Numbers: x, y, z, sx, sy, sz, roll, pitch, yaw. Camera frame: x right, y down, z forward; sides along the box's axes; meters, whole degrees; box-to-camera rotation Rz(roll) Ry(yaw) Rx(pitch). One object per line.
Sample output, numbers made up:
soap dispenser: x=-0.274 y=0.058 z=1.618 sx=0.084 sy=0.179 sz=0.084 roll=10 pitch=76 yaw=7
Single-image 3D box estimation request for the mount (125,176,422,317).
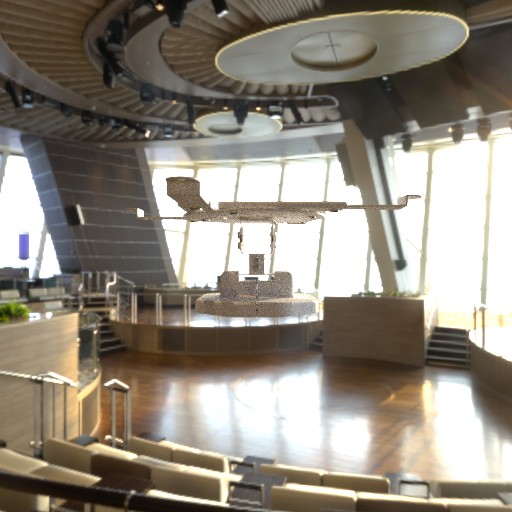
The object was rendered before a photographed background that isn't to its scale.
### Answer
mount: x=0.000 y=0.000 z=0.597 sx=0.394 sy=0.141 sz=0.394 roll=0 pitch=-1 yaw=0
